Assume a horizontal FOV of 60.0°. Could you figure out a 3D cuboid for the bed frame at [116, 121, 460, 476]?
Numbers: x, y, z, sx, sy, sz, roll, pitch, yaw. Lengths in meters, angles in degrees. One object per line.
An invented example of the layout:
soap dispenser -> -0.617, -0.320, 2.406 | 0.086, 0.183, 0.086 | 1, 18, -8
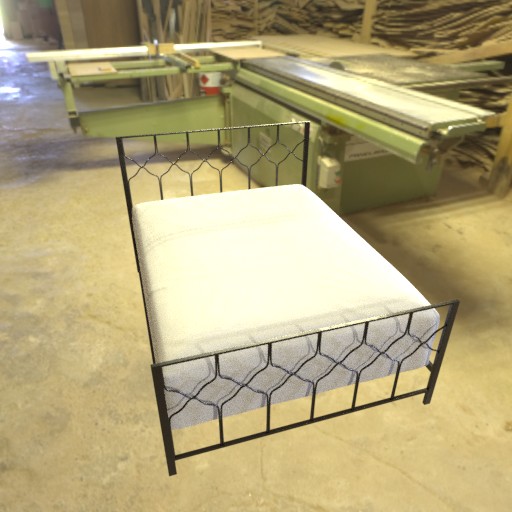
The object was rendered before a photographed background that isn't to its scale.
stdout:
bed frame -> 0.000, 0.000, 3.051 | 1.597, 1.222, 2.063 | -9, 32, -15
